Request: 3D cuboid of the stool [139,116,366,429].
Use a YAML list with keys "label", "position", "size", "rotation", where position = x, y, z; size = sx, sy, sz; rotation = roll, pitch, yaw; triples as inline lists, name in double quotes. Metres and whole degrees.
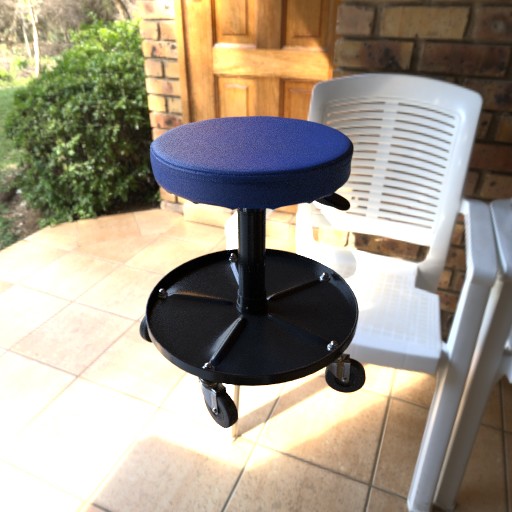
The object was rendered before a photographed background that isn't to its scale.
- label: "stool"
  position: [0.000, 0.000, 0.687]
  size: [0.382, 0.365, 0.381]
  rotation: [9, 32, 15]
